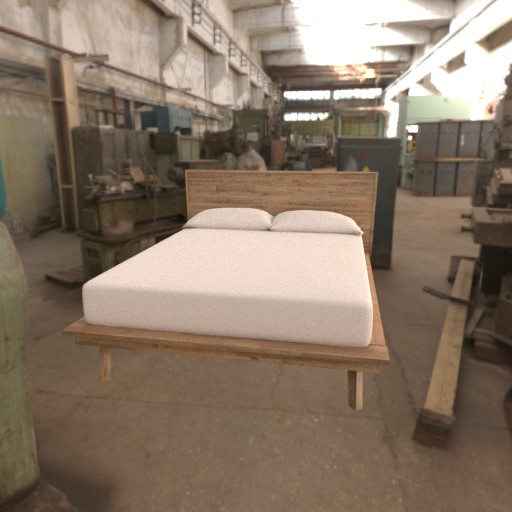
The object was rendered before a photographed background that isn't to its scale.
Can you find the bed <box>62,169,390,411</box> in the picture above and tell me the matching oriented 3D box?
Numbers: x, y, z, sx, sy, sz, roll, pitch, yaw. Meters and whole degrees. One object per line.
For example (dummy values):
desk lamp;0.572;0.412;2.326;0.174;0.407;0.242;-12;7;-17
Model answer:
bed;0.000;0.000;3.181;1.759;1.071;2.145;3;15;11
